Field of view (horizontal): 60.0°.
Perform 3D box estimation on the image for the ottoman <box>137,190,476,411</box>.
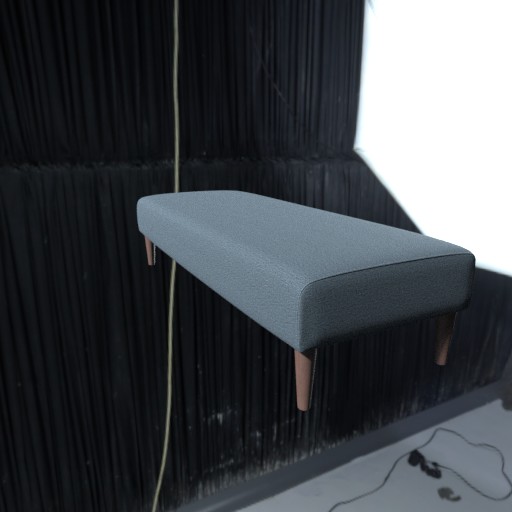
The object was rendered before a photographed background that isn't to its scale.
[{"bbox_3d":[0.000,0.000,1.865,0.646,0.393,1.609,-8,17,-27],"label":"ottoman"}]
